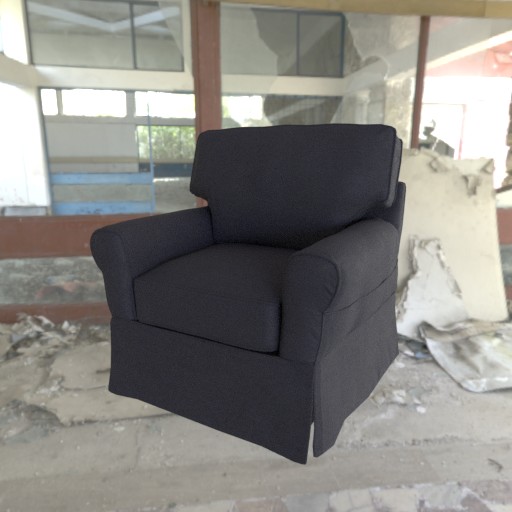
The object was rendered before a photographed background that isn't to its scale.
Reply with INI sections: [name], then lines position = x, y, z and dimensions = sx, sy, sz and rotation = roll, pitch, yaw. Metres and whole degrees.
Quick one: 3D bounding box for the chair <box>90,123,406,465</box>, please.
[chair]
position = 0.000, 0.000, 1.951
dimensions = 1.119, 1.140, 1.002
rotation = 7, 15, 28
